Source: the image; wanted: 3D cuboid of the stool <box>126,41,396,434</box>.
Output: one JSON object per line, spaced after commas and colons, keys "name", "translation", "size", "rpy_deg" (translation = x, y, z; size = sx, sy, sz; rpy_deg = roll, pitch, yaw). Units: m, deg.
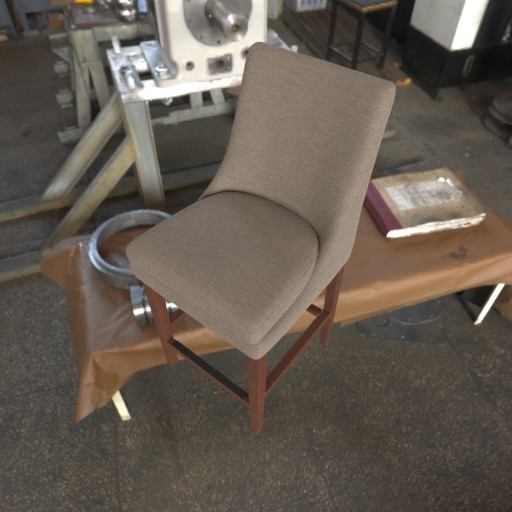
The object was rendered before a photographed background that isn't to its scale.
{"name": "stool", "translation": [0.000, 0.000, 1.306], "size": [0.470, 0.981, 0.577], "rpy_deg": [30, 53, 25]}
